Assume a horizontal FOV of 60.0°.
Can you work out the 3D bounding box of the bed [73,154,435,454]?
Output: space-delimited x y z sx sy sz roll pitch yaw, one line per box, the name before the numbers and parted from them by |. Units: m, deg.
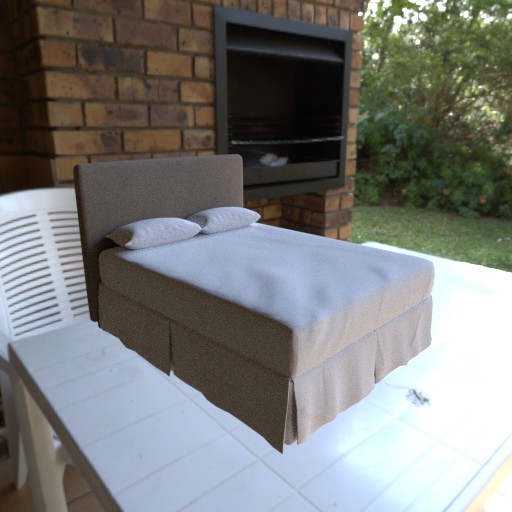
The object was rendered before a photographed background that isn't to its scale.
bed | 0.000 0.000 3.289 2.142 1.330 1.723 16 23 42
